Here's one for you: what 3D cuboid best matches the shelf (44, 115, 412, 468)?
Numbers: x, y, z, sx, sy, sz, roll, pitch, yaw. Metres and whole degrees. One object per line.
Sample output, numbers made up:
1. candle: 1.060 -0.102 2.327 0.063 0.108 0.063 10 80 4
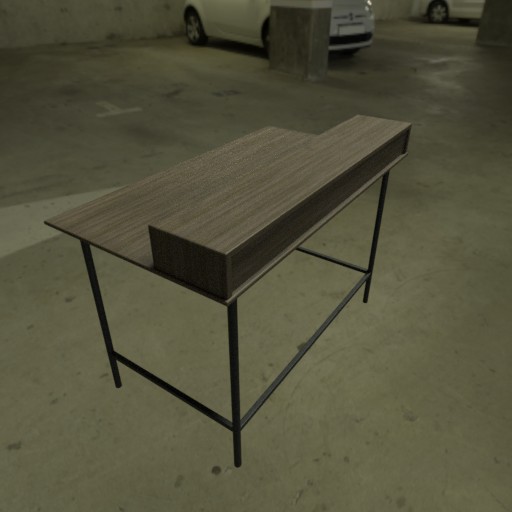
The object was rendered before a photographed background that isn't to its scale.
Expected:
1. shelf: 0.000 0.000 1.730 0.685 0.865 1.212 20 37 29
